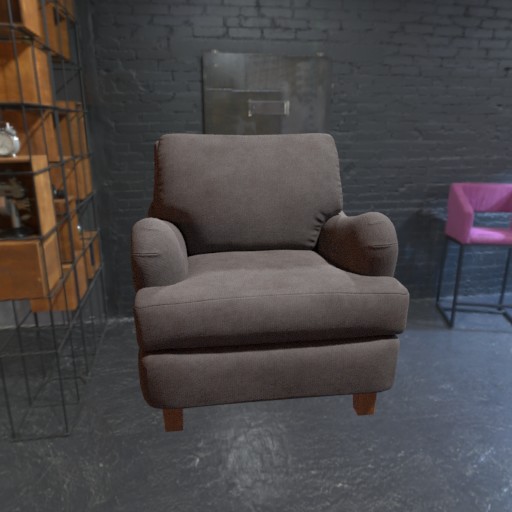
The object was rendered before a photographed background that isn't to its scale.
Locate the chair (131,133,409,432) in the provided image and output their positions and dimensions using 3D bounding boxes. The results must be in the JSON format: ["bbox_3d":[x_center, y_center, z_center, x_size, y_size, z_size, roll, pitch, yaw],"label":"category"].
[{"bbox_3d":[0.000,0.000,1.884,0.955,0.997,1.070,-2,16,-7],"label":"chair"}]
